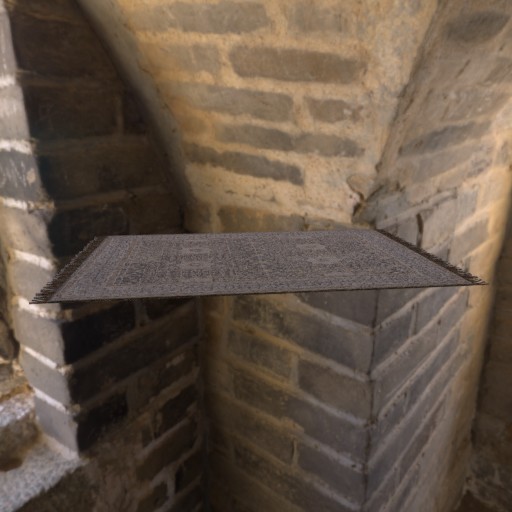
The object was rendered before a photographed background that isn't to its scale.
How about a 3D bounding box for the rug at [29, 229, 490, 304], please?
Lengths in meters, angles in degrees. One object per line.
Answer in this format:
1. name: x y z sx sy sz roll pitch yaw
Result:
1. rug: 0.000 0.000 2.502 2.029 0.010 1.237 -2 15 -7
